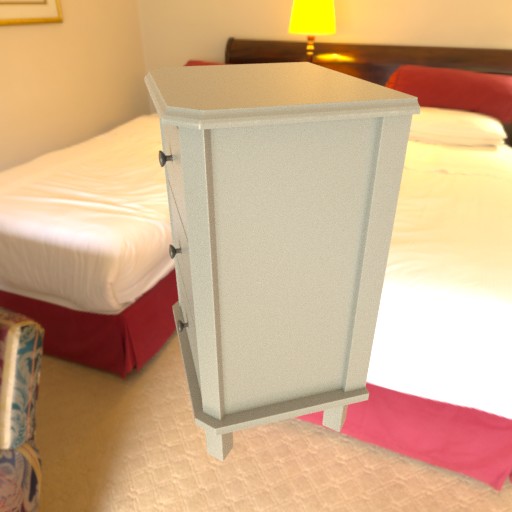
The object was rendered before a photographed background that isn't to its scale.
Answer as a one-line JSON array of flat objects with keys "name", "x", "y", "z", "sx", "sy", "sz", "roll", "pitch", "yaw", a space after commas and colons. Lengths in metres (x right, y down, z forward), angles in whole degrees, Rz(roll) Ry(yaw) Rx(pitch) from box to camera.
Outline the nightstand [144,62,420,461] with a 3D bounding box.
[{"name": "nightstand", "x": 0.000, "y": 0.000, "z": 0.912, "sx": 0.348, "sy": 0.680, "sz": 0.435, "roll": -8, "pitch": 31, "yaw": -14}]
